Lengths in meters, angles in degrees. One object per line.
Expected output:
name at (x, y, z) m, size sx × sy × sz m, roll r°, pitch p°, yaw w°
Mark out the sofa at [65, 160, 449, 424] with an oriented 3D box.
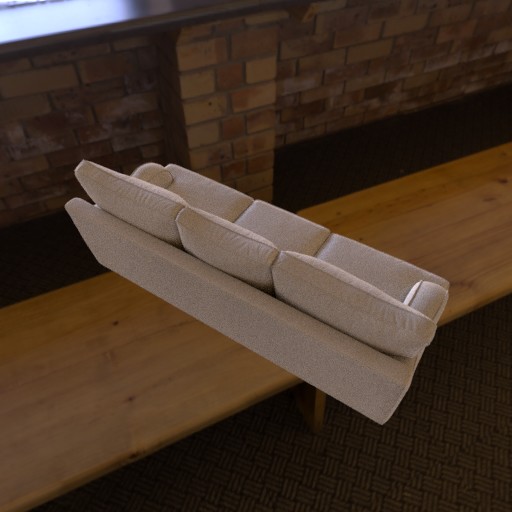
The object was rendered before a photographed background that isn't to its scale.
sofa at (0.000, 0.000, 2.910) m, size 2.323 × 0.991 × 1.016 m, roll 26°, pitch 53°, yaw 21°
